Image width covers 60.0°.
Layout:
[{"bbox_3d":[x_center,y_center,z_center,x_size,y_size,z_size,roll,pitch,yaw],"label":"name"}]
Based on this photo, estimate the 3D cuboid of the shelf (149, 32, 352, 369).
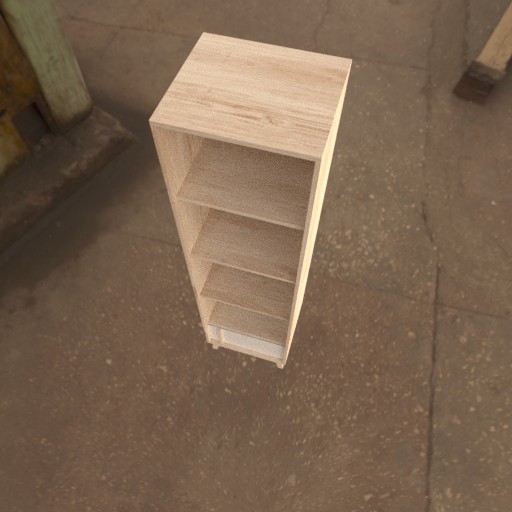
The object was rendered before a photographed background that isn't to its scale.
[{"bbox_3d":[0.000,0.000,2.186,0.510,1.960,0.450,15,60,9],"label":"shelf"}]
